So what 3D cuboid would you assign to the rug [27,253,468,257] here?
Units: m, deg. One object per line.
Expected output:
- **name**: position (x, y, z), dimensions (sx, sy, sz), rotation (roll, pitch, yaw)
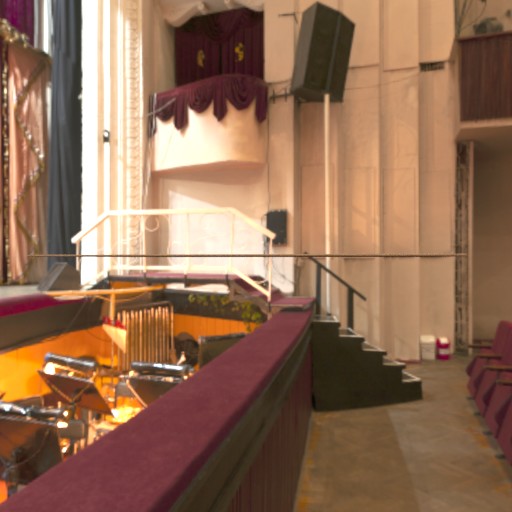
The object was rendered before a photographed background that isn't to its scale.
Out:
- **rug**: position (0.000, 0.000, 3.041), dimensions (2.435, 0.011, 1.517), rotation (0, 0, 18)
